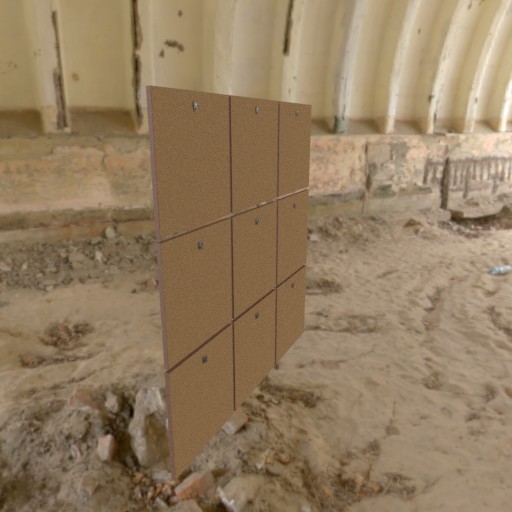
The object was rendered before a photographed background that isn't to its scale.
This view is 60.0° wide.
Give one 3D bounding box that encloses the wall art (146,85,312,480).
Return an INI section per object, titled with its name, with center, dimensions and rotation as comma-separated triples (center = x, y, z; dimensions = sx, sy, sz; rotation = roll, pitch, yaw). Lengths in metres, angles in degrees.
[wall art]
center = 0.000, 0.000, 1.816
dimensions = 0.024, 1.218, 1.221
rotation = 8, 18, 25
